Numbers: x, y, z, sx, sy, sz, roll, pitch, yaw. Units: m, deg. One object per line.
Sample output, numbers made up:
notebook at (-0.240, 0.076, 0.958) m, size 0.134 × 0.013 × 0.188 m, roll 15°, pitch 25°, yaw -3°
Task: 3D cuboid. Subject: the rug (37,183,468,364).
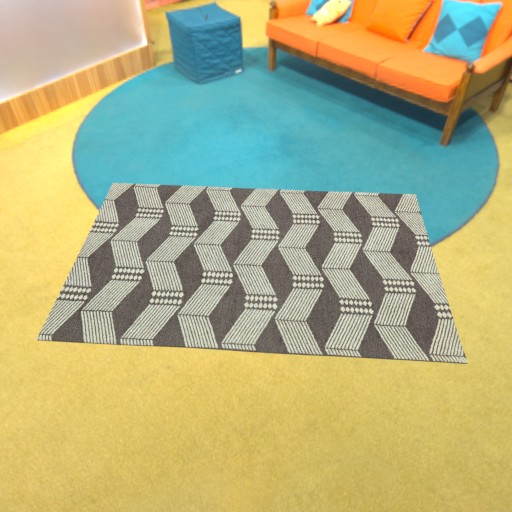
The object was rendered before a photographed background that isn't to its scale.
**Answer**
rug at (0.000, 0.000, 3.025) m, size 2.435 × 0.011 × 1.517 m, roll 3°, pitch 45°, yaw 3°
